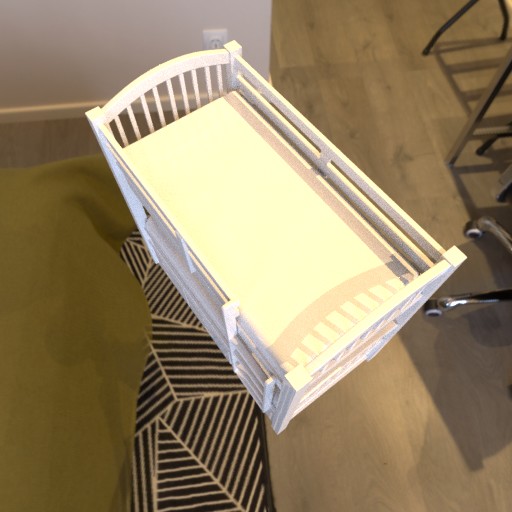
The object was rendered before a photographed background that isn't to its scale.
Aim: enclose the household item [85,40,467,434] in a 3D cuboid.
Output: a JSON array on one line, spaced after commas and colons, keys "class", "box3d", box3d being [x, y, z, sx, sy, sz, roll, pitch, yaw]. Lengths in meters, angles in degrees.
[{"class": "household item", "box3d": [0.000, 0.000, 3.262, 1.143, 2.032, 2.032, -33, 68, -16]}]
